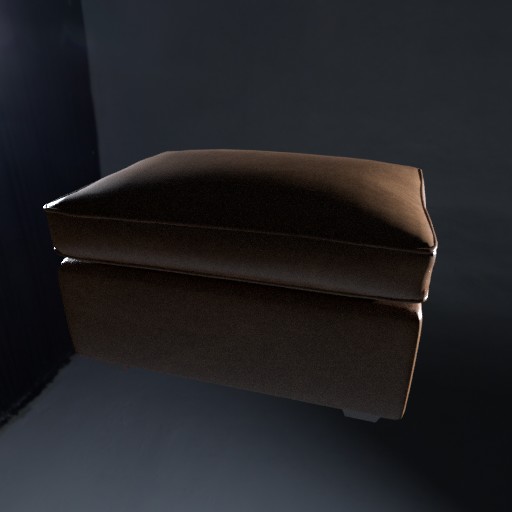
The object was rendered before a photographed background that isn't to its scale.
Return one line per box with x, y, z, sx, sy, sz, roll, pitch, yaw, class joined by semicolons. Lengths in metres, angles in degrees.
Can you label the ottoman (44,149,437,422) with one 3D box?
0.000;0.000;1.088;0.756;0.468;0.554;7;26;14;ottoman
